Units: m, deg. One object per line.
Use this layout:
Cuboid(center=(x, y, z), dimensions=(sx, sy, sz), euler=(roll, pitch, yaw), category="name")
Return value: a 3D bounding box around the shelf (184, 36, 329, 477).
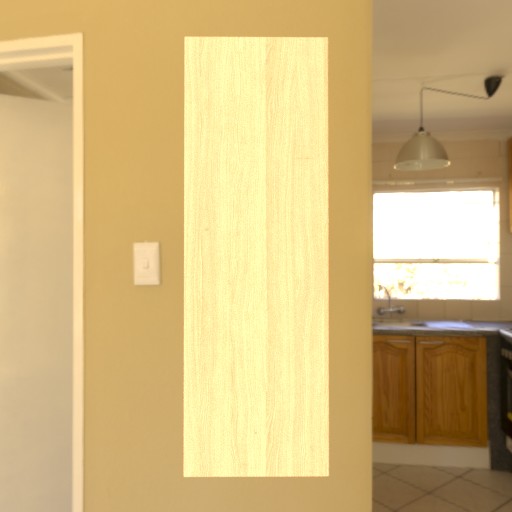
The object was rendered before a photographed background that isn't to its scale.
Cuboid(center=(0.000, 0.000, 0.987), dimensions=(0.290, 0.882, 0.197), euler=(0, -1, -1), category="shelf")
